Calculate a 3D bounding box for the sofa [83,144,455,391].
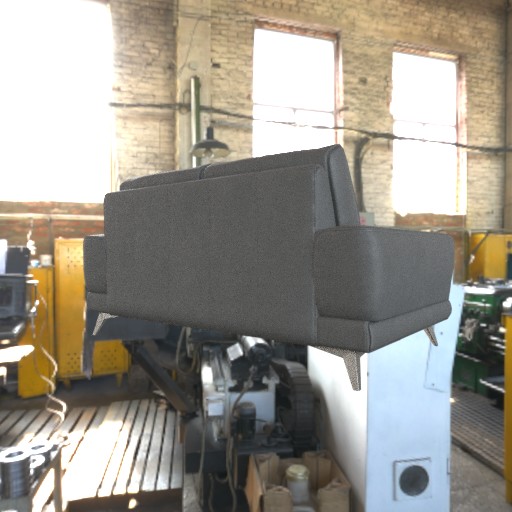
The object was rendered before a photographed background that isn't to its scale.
[{"bbox_3d":[0.000,0.000,2.388,1.806,0.907,1.018,1,1,38],"label":"sofa"}]
